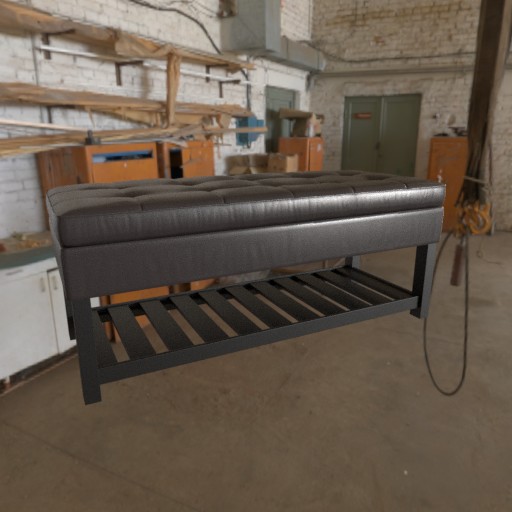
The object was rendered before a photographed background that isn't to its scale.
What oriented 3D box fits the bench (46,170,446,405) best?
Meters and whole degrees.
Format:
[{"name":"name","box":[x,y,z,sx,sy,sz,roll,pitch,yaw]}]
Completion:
[{"name":"bench","box":[0.000,0.000,1.346,1.105,0.460,0.432,-8,18,-26]}]
